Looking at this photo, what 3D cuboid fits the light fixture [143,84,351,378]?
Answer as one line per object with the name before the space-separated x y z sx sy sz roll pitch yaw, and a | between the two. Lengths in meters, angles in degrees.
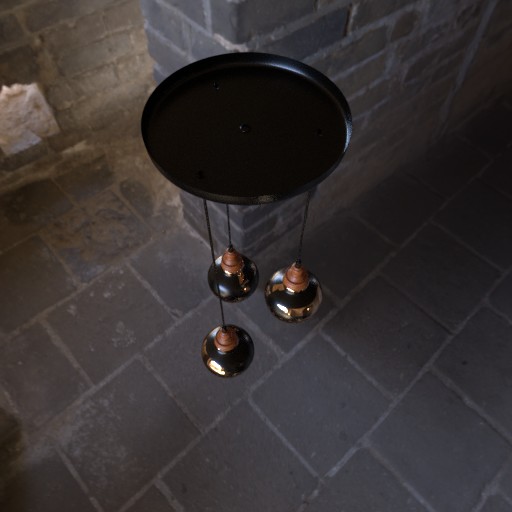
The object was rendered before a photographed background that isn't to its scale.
light fixture | 0.000 0.000 1.773 0.605 1.410 0.608 0 58 0
